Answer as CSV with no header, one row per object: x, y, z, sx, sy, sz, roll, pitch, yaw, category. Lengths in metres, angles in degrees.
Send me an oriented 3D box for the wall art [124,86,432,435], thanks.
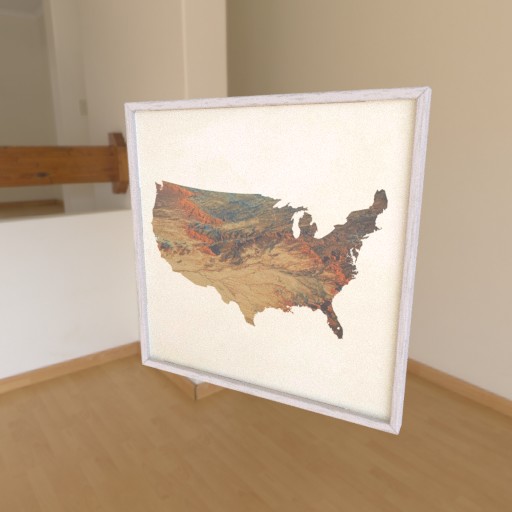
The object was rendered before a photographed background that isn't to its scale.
0.000,0.000,1.895,1.287,1.288,0.078,7,16,26,wall art
